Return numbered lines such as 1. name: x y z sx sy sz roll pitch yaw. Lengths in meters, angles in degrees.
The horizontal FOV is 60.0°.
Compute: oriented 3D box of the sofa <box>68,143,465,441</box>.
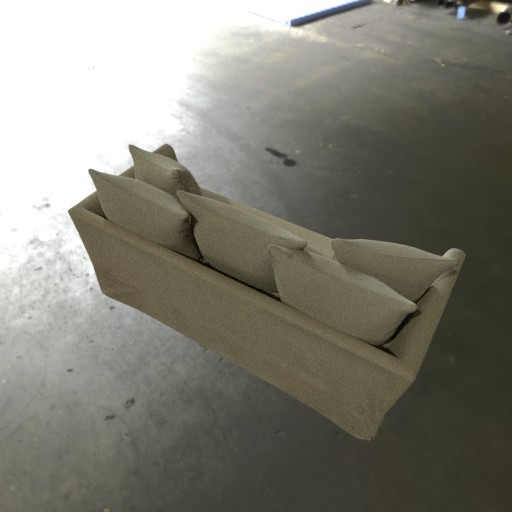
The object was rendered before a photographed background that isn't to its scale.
1. sofa: 0.000 0.000 2.870 2.290 1.034 1.031 24 50 22
